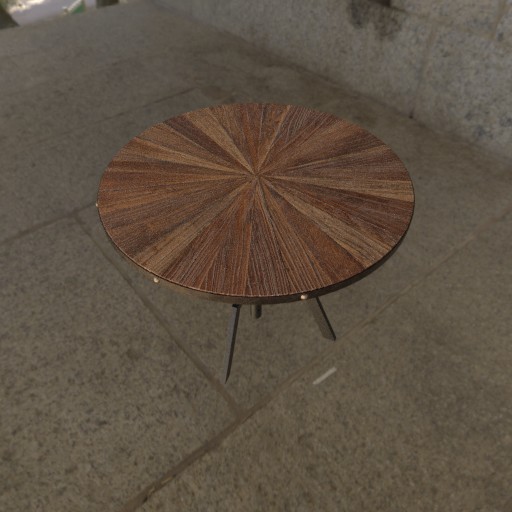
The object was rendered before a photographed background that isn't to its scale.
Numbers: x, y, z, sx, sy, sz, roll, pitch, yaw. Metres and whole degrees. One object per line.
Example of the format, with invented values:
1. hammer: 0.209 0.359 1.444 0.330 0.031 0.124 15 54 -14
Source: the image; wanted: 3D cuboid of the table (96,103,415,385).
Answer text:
1. table: 0.000 0.000 1.505 0.885 0.658 0.885 0 46 0
